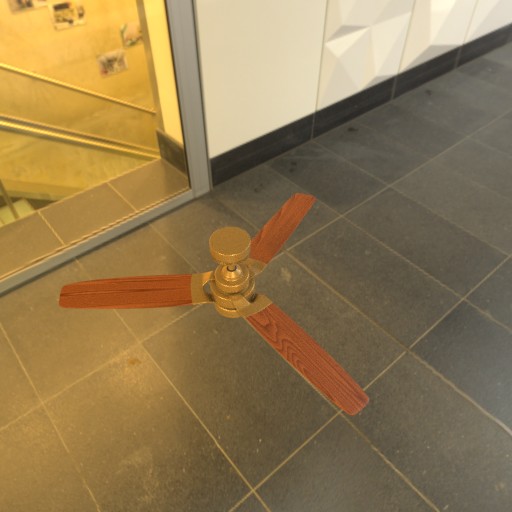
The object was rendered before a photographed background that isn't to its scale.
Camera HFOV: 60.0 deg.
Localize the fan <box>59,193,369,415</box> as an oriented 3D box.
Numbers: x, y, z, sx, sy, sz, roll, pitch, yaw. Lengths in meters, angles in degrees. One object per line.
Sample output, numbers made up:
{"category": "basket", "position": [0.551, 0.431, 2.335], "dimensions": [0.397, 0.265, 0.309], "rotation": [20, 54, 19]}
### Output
{"category": "fan", "position": [0.000, 0.000, 2.073], "dimensions": [1.416, 0.425, 1.271], "rotation": [23, 50, 20]}
